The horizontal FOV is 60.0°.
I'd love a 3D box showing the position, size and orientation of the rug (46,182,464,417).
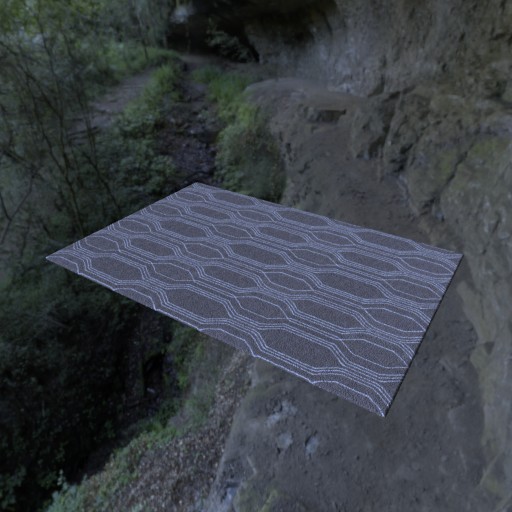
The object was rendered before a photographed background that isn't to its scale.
[{"bbox_3d":[0.000,0.000,2.338,1.836,0.012,1.239,19,36,28],"label":"rug"}]
